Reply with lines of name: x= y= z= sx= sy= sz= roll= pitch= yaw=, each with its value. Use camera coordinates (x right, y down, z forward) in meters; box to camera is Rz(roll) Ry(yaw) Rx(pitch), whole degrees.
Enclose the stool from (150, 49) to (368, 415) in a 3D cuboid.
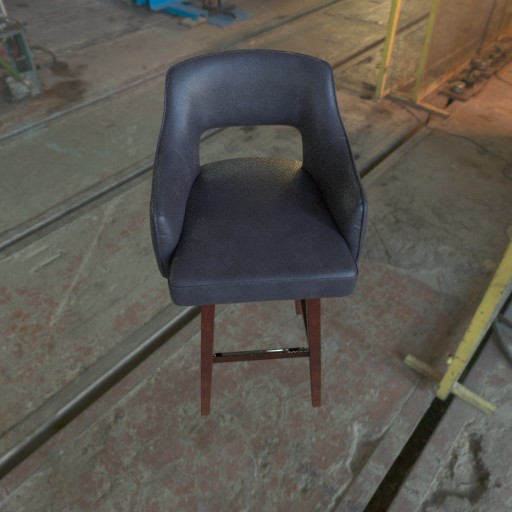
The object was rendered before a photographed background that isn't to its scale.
stool: x=0.000 y=0.000 z=1.372 sx=0.550 sy=1.041 sz=0.560 roll=-3 pitch=45 yaw=-3
